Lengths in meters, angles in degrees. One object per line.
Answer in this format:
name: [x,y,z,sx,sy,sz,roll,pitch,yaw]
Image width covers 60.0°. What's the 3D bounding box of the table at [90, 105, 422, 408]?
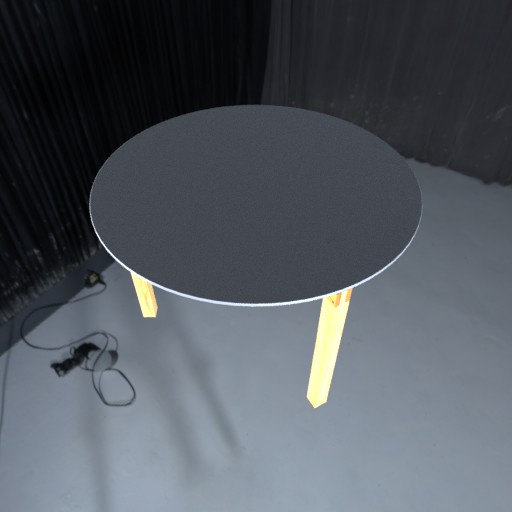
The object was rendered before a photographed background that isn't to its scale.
table: [0.000,0.000,0.969,0.600,0.405,0.600,0,45,0]
